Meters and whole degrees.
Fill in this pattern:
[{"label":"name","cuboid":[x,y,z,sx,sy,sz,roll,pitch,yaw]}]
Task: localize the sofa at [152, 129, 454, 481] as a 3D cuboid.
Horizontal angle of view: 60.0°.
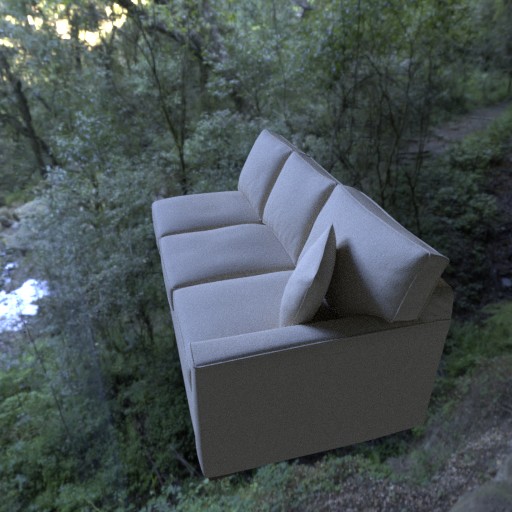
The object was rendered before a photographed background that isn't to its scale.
[{"label":"sofa","cuboid":[0.000,0.000,2.471,1.034,0.946,1.963,-8,30,-14]}]
